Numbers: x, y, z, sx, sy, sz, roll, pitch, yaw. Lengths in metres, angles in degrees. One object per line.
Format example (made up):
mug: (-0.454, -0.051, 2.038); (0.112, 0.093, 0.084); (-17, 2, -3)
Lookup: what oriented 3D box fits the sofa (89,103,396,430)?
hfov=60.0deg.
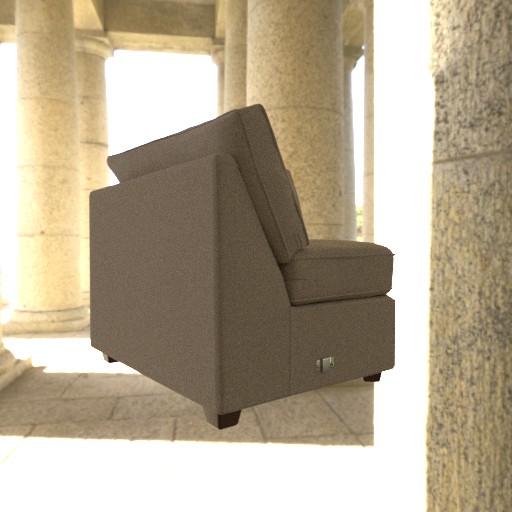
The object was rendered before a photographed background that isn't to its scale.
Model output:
sofa: (0.000, 0.000, 1.840); (1.042, 0.937, 1.050); (-1, 1, -37)
